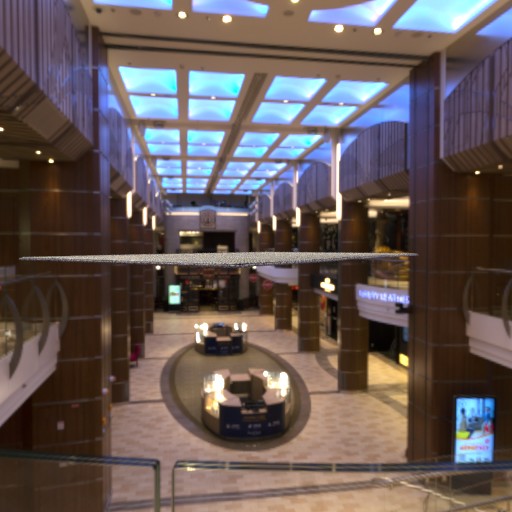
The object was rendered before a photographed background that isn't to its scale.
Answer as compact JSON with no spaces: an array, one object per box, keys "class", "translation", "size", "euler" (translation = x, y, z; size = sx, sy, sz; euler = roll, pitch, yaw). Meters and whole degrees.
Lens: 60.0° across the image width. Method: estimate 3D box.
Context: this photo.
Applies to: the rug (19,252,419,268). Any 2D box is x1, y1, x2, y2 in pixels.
[{"class":"rug","translation":[0.000,0.000,3.046],"size":[1.538,0.021,2.443],"euler":[1,2,35]}]
